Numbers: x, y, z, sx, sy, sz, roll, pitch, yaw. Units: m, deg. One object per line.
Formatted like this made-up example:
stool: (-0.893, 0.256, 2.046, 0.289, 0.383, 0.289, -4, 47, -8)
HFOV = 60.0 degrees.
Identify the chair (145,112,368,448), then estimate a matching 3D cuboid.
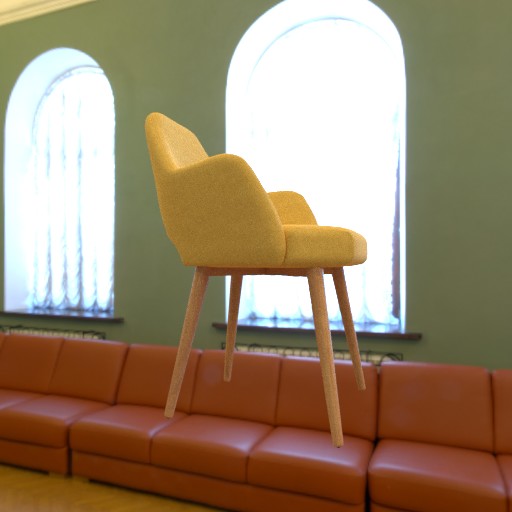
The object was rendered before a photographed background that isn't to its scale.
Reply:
chair: (0.000, 0.000, 1.274, 0.610, 0.840, 0.590, 0, -1, 20)
